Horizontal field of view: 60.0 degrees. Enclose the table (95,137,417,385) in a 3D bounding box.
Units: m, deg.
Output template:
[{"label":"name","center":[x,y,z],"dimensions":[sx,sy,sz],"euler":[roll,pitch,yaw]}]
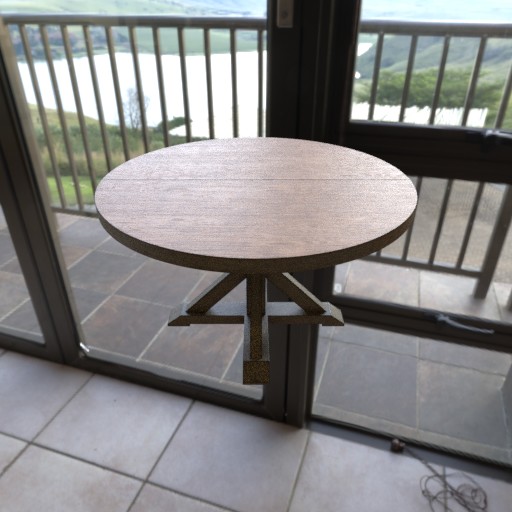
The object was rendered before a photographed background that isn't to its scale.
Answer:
[{"label":"table","center":[0.000,0.000,2.156],"dimensions":[1.363,0.781,1.363],"euler":[0,30,0]}]
